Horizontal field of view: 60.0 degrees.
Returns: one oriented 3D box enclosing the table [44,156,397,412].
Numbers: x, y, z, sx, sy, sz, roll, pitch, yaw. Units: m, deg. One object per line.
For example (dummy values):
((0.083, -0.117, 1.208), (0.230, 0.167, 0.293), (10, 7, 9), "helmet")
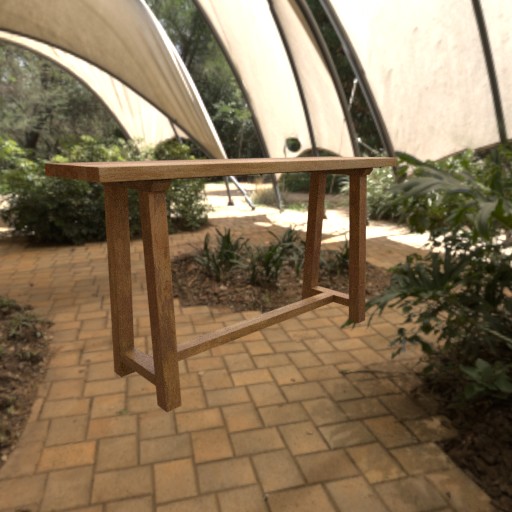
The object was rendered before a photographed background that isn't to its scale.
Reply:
((0.000, 0.000, 1.913), (1.524, 0.810, 0.405), (-13, 19, -42), "table")
